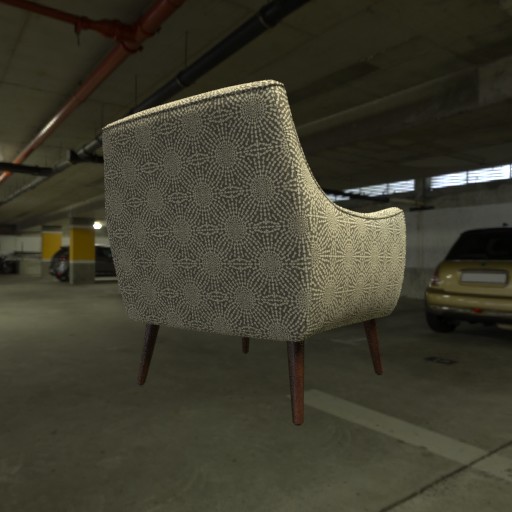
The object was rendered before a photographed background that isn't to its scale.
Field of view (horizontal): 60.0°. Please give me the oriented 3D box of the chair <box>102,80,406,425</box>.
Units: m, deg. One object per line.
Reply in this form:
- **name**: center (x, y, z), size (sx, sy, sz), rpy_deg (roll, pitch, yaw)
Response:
- **chair**: center (0.000, 0.000, 1.463), size (0.762, 0.838, 0.787), rpy_deg (0, 0, 36)
